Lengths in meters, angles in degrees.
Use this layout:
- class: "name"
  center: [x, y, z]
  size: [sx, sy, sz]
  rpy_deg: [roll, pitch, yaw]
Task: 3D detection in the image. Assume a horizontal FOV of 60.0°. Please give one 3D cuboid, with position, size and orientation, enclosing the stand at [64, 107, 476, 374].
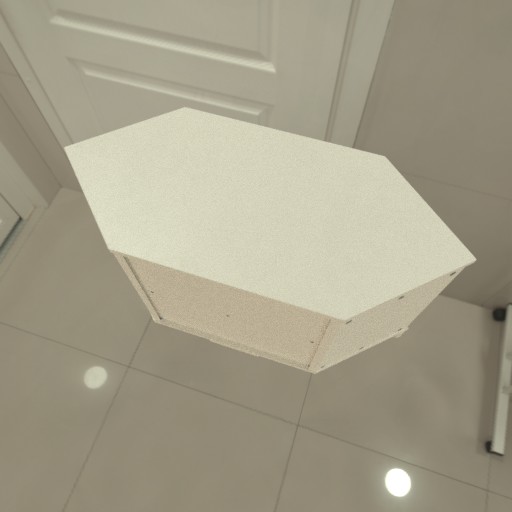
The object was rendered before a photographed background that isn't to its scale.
- class: "stand"
  center: [0.000, 0.000, 1.370]
  size: [1.072, 0.614, 0.477]
  rpy_deg: [16, 64, 8]
